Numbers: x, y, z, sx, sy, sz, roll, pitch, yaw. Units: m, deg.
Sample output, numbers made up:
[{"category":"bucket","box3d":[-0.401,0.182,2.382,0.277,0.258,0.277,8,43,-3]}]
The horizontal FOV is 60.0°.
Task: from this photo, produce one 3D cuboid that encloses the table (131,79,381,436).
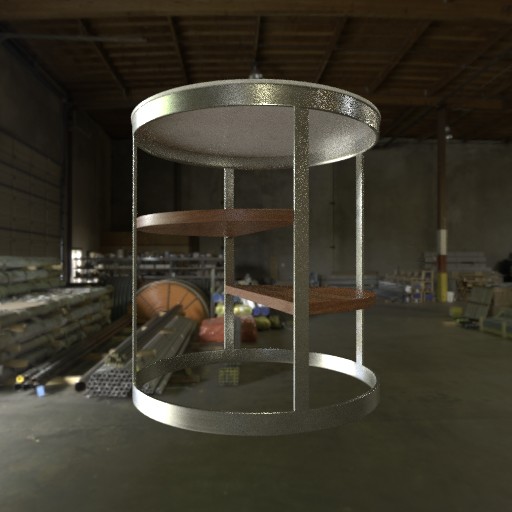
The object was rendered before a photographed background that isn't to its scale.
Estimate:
[{"category":"table","box3d":[0.000,0.000,0.750,0.407,0.447,0.407,0,0,0]}]
